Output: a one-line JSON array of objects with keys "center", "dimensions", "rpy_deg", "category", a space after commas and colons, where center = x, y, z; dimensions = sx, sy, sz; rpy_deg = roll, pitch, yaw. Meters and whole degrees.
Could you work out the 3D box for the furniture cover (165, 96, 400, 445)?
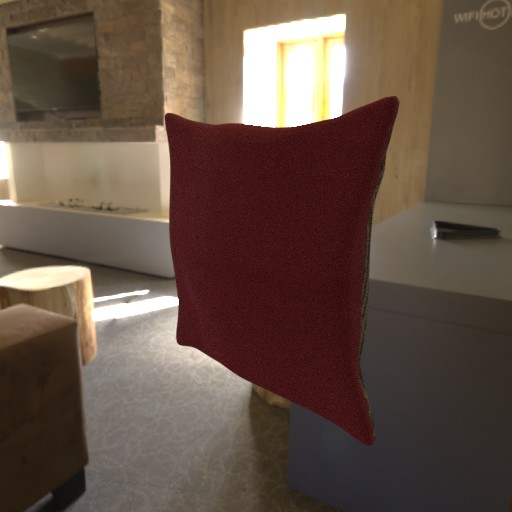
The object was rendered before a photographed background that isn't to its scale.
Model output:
[{"center": [0.000, 0.000, 0.796], "dimensions": [0.163, 0.513, 0.514], "rpy_deg": [-14, 20, -43], "category": "furniture cover"}]
